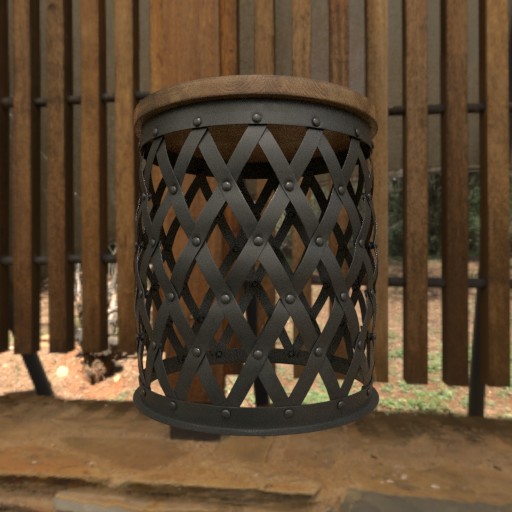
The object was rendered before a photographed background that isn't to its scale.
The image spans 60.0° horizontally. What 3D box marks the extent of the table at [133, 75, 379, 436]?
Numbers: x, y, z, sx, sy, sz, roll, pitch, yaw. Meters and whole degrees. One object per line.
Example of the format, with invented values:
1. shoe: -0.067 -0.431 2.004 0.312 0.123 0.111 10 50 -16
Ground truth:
1. table: 0.000 0.000 0.758 0.405 0.454 0.405 0 -1 0
